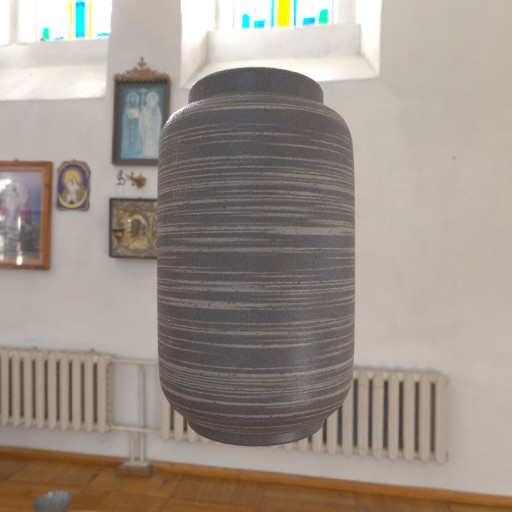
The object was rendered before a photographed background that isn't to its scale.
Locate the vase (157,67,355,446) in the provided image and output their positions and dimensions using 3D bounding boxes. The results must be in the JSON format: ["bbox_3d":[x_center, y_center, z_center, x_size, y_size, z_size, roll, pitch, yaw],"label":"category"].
[{"bbox_3d":[0.000,0.000,0.680,0.297,0.499,0.297,0,0,0],"label":"vase"}]
